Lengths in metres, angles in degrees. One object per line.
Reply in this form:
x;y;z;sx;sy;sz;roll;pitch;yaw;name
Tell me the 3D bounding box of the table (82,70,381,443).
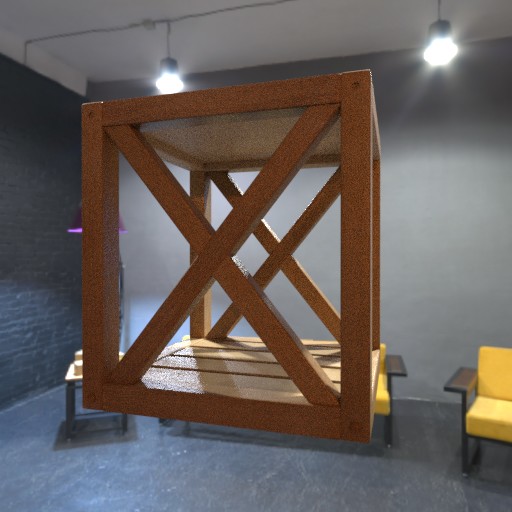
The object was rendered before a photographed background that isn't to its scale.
0.000;0.000;1.060;0.559;0.610;0.558;0;0;17;table
